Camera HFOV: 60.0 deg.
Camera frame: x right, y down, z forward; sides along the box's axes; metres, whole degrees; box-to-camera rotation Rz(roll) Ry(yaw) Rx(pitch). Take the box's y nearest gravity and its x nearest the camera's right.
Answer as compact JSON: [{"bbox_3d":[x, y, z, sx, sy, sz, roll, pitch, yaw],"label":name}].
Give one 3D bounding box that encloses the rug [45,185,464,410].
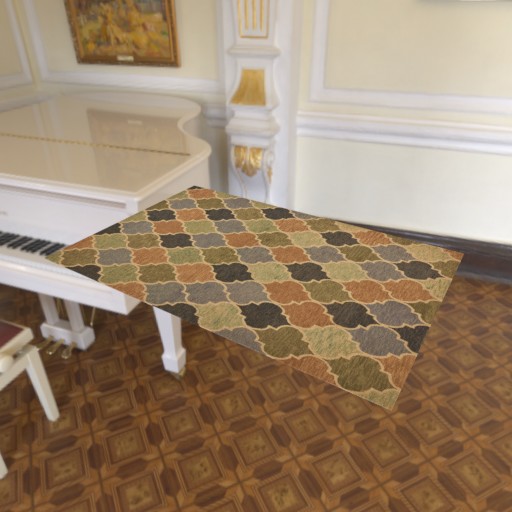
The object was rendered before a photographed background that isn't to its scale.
[{"bbox_3d":[0.000,0.000,2.901,2.284,0.006,1.521,18,35,28],"label":"rug"}]
